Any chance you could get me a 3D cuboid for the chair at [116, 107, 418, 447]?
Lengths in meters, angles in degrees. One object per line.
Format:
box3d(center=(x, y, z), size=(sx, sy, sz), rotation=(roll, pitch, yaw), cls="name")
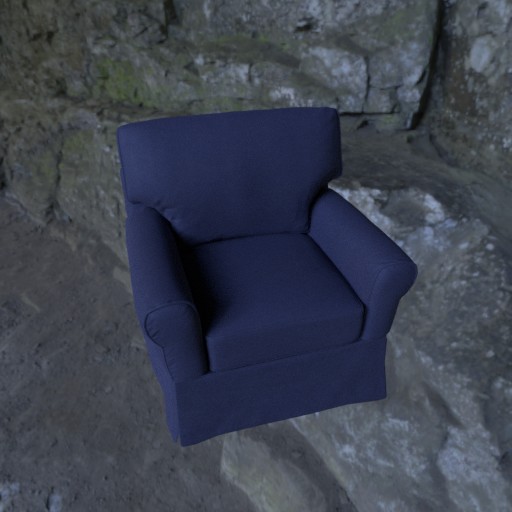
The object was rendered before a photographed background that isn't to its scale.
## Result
box3d(center=(0.000, 0.000, 2.005), size=(1.119, 1.140, 1.002), rotation=(-9, 33, -15), cls="chair")
